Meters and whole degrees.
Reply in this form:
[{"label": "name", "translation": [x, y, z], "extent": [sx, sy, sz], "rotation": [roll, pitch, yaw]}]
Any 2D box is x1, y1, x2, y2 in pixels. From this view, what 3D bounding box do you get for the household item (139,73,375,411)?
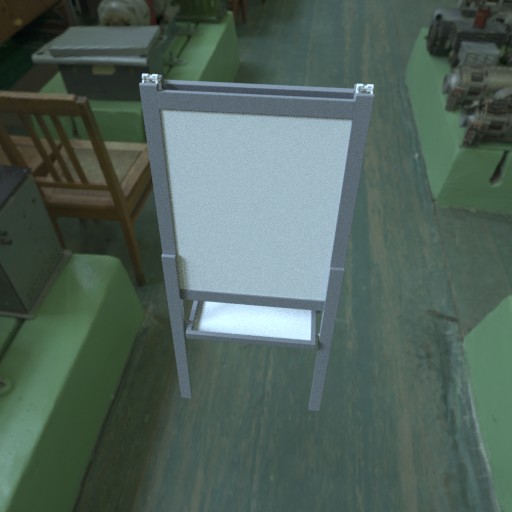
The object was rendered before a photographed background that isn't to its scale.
[{"label": "household item", "translation": [0.000, 0.000, 1.433], "extent": [0.531, 1.172, 0.469], "rotation": [4, 47, 4]}]
